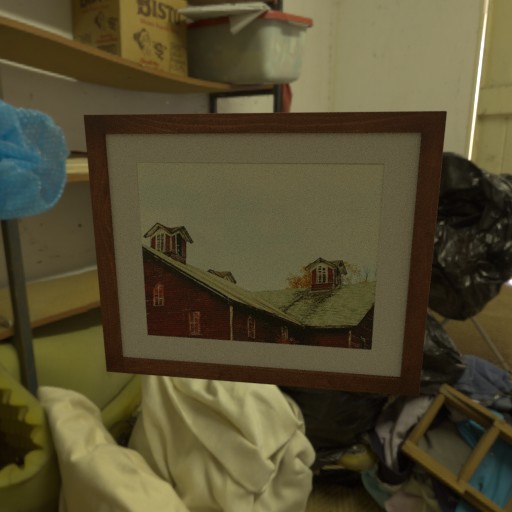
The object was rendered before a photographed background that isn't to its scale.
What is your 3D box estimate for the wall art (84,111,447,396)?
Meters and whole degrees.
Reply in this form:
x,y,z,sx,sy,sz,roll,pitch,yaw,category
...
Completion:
x,y,z,sx,sy,sz,roll,pitch,yaw,category
0.000,0.000,0.746,0.558,0.457,0.033,2,14,8,wall art
